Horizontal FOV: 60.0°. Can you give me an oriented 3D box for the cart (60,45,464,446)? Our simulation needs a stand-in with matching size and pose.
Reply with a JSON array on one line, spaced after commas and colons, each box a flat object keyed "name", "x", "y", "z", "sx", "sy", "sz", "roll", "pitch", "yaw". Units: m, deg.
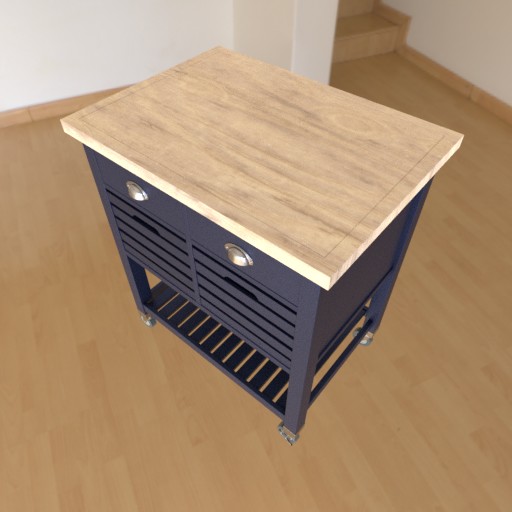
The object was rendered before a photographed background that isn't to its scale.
[{"name": "cart", "x": 0.000, "y": 0.000, "z": 1.401, "sx": 0.797, "sy": 0.920, "sz": 0.567, "roll": 32, "pitch": 55, "yaw": 26}]
